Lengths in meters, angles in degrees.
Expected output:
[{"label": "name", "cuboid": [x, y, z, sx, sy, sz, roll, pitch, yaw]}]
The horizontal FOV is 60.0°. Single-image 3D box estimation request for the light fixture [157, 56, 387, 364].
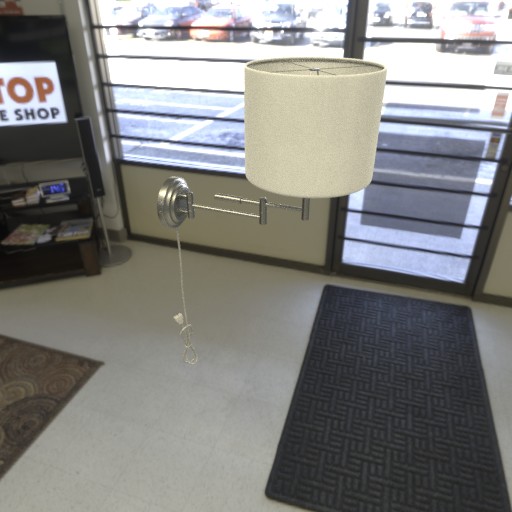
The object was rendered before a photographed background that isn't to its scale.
[{"label": "light fixture", "cuboid": [0.000, 0.000, 1.041, 0.479, 0.842, 0.253, 12, 32, 19]}]
